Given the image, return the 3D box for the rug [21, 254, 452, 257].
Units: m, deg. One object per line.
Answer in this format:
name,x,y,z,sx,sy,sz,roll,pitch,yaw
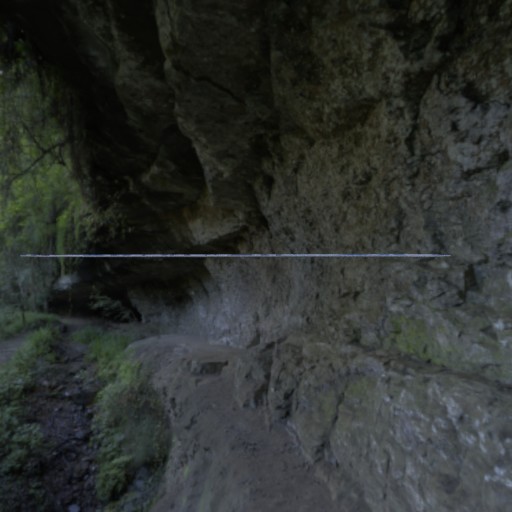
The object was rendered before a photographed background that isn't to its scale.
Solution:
rug,0.000,0.000,4.237,3.228,0.024,2.443,0,0,18
